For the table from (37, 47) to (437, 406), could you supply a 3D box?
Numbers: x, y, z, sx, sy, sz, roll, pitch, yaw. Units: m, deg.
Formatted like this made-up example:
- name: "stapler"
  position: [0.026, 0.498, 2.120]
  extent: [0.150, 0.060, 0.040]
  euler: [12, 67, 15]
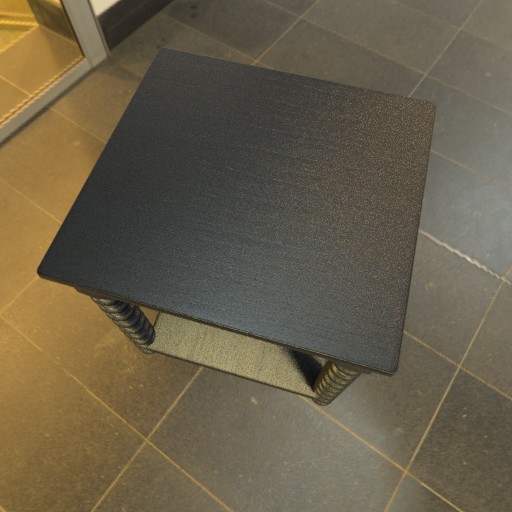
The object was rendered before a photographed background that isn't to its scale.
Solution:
- name: "table"
  position: [0.000, 0.000, 0.972]
  extent: [0.533, 0.567, 0.500]
  euler: [15, 65, 7]
